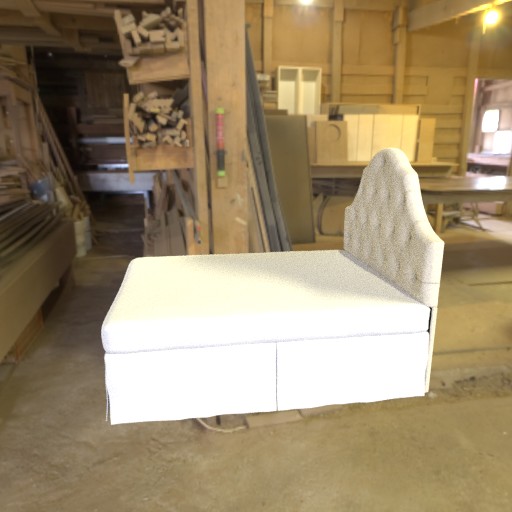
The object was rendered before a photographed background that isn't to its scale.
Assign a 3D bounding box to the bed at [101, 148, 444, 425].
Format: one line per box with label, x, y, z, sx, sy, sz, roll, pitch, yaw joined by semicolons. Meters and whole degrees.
bed;0.000;0.000;3.331;2.092;1.575;1.627;-2;15;-9
